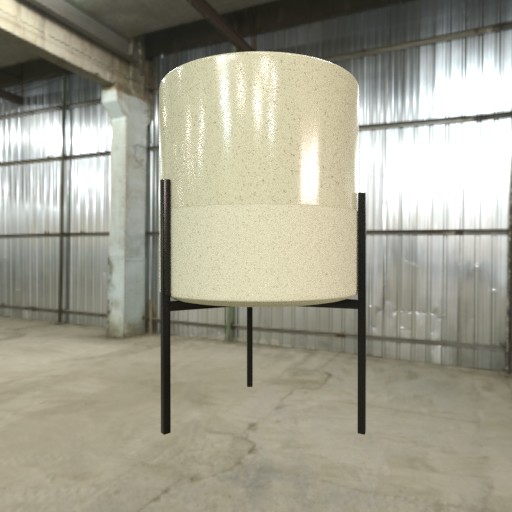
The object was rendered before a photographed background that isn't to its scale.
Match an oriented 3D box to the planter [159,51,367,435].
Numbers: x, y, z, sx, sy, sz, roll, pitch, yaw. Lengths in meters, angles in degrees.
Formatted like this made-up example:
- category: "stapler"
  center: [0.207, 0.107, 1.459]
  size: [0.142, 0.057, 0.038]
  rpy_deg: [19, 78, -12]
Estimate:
- category: "planter"
  center: [0.000, 0.000, 0.532]
  size: [0.243, 0.390, 0.234]
  rpy_deg: [0, 1, -37]
